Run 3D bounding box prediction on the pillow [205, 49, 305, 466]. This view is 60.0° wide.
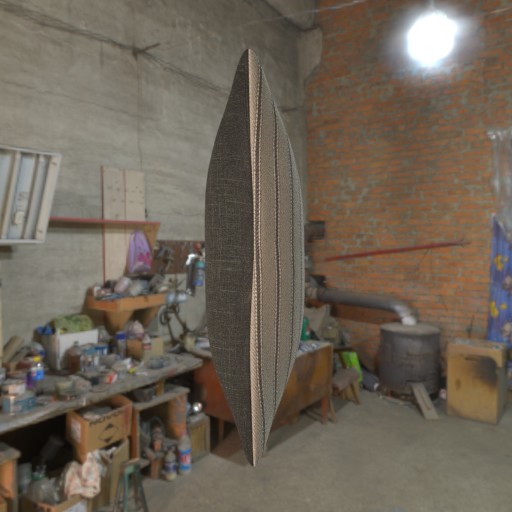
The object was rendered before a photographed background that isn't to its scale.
[{"bbox_3d":[0.000,0.000,0.688,0.138,0.444,0.468,0,0,1],"label":"pillow"}]
